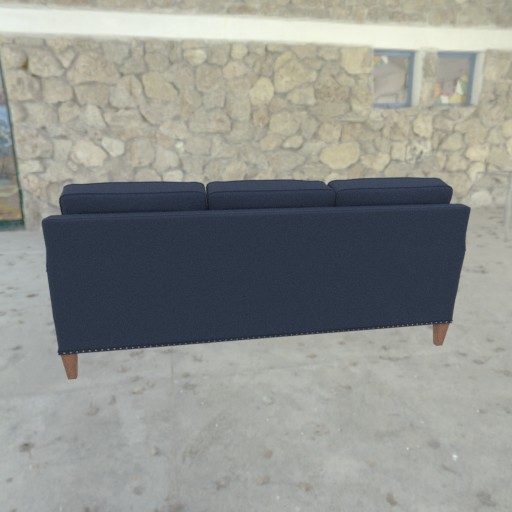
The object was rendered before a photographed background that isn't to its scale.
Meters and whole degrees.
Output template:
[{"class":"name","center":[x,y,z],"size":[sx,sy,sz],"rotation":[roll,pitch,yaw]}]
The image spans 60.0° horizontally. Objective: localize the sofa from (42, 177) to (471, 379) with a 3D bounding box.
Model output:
[{"class":"sofa","center":[0.000,0.000,2.770],"size":[2.246,1.003,1.084],"rotation":[-3,15,-10]}]
